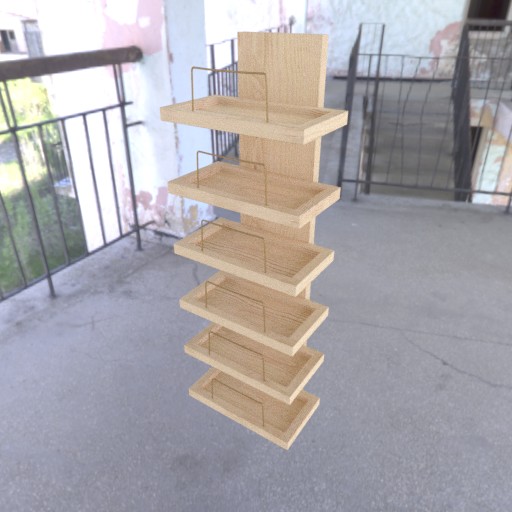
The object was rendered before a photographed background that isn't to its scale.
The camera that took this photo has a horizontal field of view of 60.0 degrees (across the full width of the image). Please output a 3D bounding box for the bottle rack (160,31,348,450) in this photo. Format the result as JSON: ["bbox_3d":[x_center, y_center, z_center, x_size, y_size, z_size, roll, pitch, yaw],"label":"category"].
[{"bbox_3d":[0.000,0.000,1.056,0.330,0.943,0.206,18,34,29],"label":"bottle rack"}]
